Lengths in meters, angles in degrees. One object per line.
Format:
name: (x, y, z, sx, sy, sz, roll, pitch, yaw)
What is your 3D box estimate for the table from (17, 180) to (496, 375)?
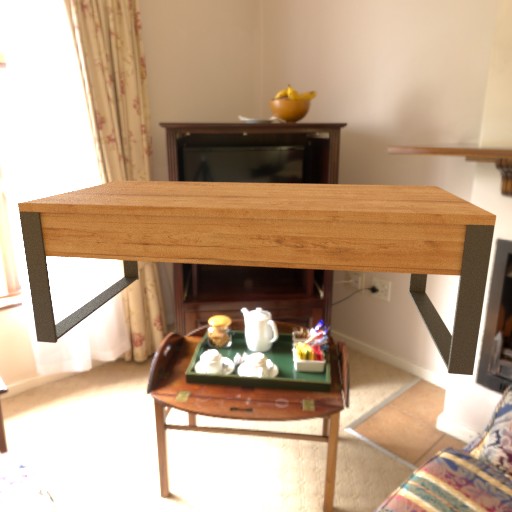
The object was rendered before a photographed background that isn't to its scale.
table: (0.000, 0.000, 1.411, 1.180, 0.400, 0.590, 2, 16, 9)
